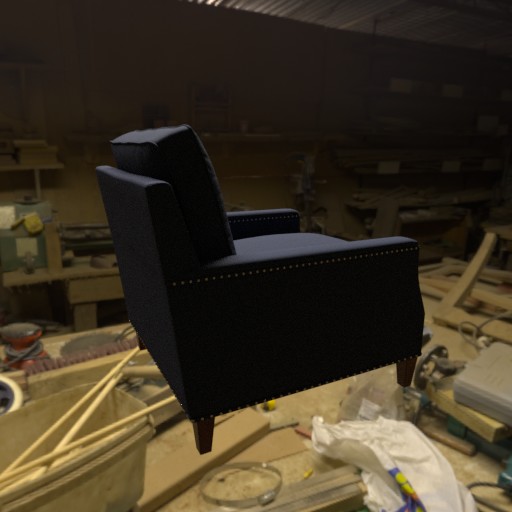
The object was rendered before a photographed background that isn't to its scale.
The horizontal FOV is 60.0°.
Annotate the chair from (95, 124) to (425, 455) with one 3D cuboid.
[{"bbox_3d":[0.000,0.000,1.711,1.014,0.943,0.853,-7,16,-26],"label":"chair"}]
